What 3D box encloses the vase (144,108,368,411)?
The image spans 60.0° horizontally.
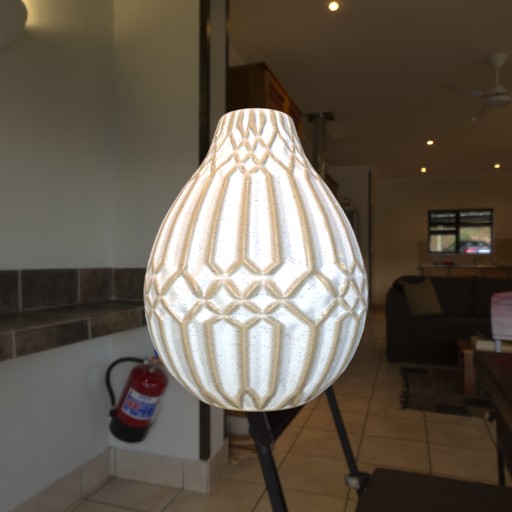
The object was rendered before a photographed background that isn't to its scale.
[{"bbox_3d":[0.000,0.000,0.325,0.159,0.200,0.159,0,-1,0],"label":"vase"}]
